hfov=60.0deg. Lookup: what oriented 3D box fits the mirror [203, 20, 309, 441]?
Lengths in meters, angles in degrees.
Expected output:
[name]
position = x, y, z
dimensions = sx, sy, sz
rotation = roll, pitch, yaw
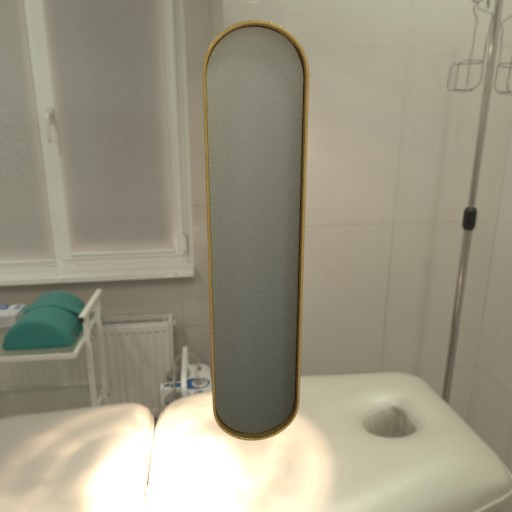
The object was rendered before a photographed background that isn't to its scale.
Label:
[mirror]
position = 0.000, 0.000, 1.037
dimensions = 0.222, 0.991, 0.032
rotation = -2, 16, -7
